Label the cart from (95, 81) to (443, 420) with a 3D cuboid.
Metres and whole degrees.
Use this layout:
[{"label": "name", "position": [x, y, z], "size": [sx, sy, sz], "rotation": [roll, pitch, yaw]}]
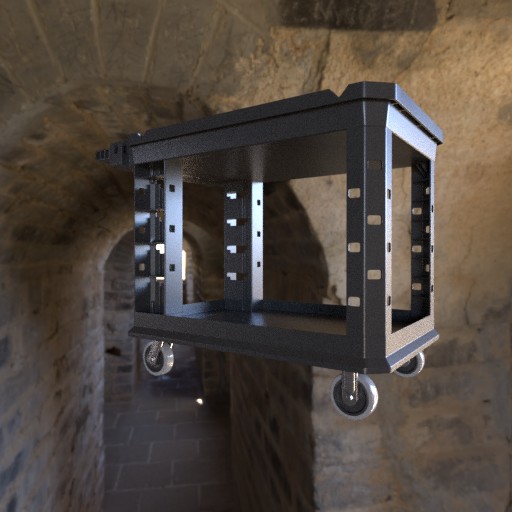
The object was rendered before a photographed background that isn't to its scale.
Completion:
[{"label": "cart", "position": [0.000, 0.000, 1.701], "size": [1.239, 0.884, 0.674], "rotation": [0, 1, 34]}]
